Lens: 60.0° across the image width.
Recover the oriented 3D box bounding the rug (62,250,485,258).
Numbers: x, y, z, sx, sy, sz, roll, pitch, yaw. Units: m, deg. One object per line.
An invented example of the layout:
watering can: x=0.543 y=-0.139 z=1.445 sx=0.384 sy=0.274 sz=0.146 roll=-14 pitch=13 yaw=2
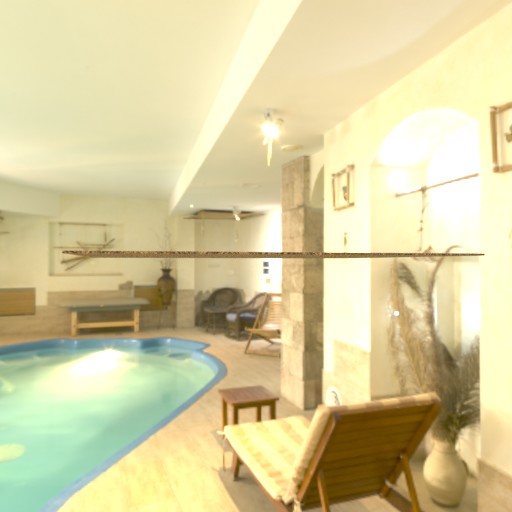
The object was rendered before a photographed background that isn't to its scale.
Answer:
rug: x=0.000 y=0.000 z=4.340 sx=3.204 sy=0.017 sz=2.448 roll=0 pitch=-1 yaw=-16
